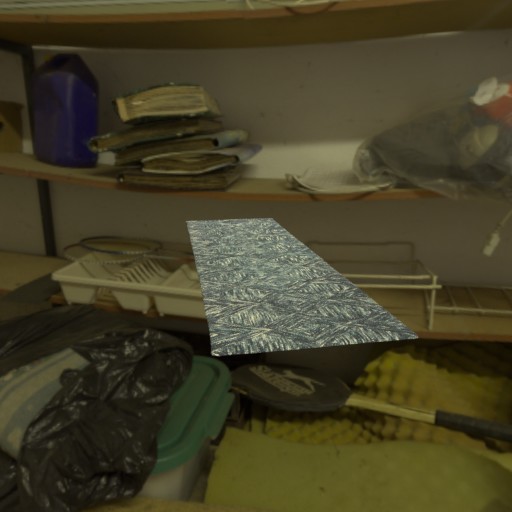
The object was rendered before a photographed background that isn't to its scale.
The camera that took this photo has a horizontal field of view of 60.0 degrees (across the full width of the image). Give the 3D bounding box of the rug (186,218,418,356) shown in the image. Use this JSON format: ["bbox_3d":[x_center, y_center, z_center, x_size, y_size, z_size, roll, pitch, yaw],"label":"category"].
[{"bbox_3d":[0.000,0.000,2.529,0.719,0.013,2.306,-3,15,-10],"label":"rug"}]
